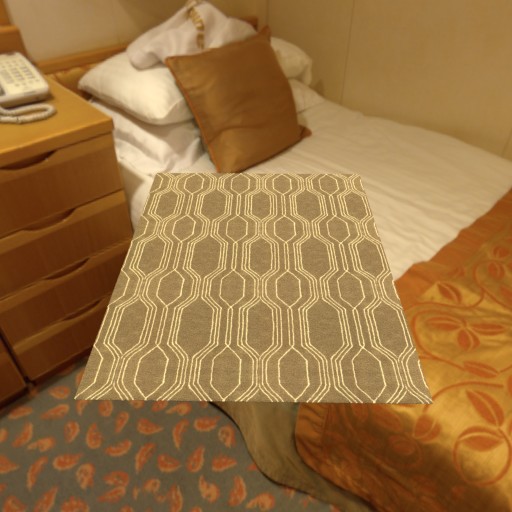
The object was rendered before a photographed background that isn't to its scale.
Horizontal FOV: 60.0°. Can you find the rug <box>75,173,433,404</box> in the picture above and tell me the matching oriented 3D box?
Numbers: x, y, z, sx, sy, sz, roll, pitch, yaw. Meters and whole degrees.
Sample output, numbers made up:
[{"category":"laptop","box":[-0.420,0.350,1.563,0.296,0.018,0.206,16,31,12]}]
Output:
[{"category":"rug","box":[0.000,0.000,4.193,2.457,0.012,3.062,0,41,1]}]
